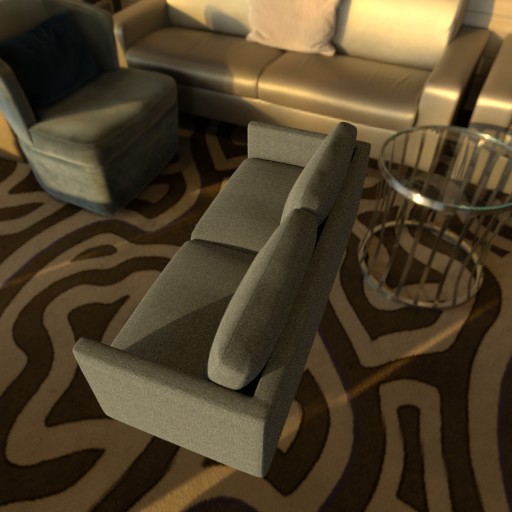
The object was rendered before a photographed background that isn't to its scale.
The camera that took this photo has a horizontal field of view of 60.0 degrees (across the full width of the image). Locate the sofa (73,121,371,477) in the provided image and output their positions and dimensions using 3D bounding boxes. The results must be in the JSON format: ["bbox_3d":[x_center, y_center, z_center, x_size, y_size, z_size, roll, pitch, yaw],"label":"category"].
[{"bbox_3d":[0.000,0.000,2.733,0.948,0.965,2.208,15,47,15],"label":"sofa"}]
